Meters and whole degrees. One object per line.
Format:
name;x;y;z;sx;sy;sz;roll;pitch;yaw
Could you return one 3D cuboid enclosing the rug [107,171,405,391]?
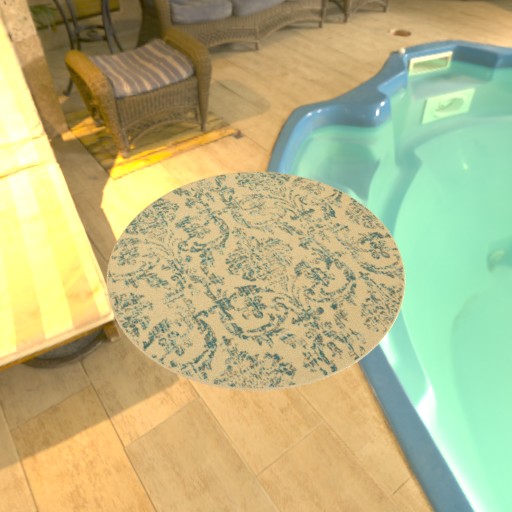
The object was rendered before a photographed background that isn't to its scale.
rug;0.000;0.000;2.428;1.593;0.012;1.593;0;45;0
